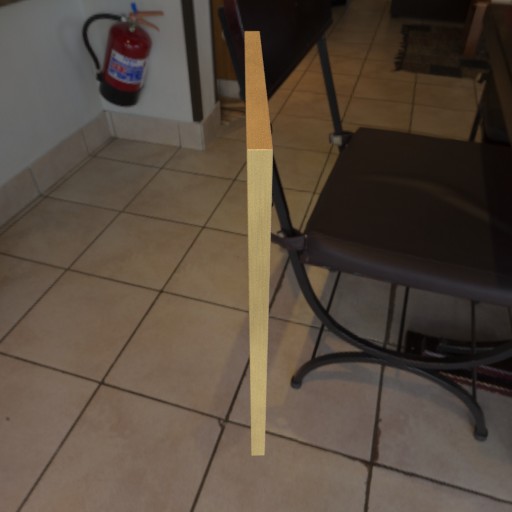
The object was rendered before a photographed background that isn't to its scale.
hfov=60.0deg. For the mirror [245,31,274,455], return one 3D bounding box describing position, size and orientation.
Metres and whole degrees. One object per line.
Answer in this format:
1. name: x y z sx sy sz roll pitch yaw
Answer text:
1. mirror: 0.000 0.000 1.143 0.040 0.915 0.609 -1 41 -1
